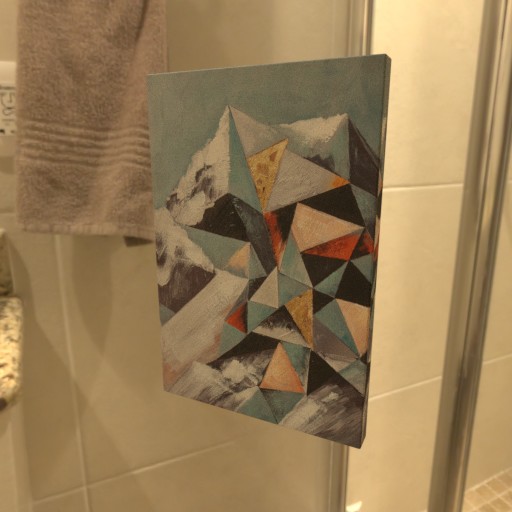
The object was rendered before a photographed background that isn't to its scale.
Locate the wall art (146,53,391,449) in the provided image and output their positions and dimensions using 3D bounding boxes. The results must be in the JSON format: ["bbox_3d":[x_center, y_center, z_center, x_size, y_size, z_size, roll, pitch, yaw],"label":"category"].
[{"bbox_3d":[0.000,0.000,1.147,0.609,0.911,0.061,7,16,26],"label":"wall art"}]
